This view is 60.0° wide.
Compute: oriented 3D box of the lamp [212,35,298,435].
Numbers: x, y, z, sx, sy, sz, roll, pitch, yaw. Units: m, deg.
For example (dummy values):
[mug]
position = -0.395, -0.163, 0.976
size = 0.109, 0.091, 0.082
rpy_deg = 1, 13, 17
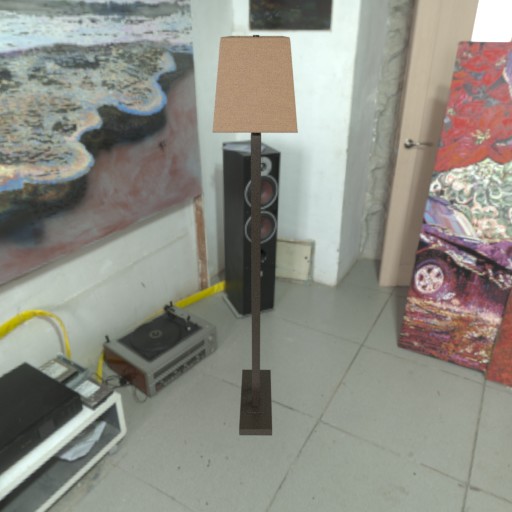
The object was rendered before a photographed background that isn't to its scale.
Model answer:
[lamp]
position = 0.000, 0.000, 1.646
size = 0.233, 1.469, 0.475
rpy_deg = 0, 27, 1
